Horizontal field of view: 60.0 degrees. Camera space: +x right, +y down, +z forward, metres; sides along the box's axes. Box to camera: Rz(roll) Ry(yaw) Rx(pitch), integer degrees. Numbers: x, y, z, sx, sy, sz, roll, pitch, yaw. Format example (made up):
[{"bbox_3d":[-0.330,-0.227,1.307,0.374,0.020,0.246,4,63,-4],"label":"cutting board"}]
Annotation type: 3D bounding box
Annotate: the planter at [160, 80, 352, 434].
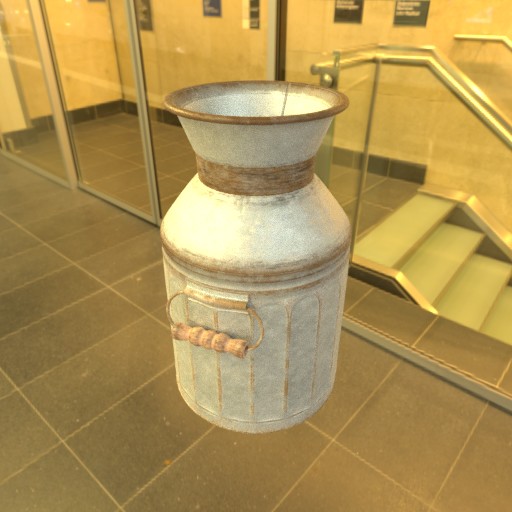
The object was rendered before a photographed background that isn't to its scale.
[{"bbox_3d":[0.000,0.000,0.516,0.215,0.358,0.248,12,33,19],"label":"planter"}]
